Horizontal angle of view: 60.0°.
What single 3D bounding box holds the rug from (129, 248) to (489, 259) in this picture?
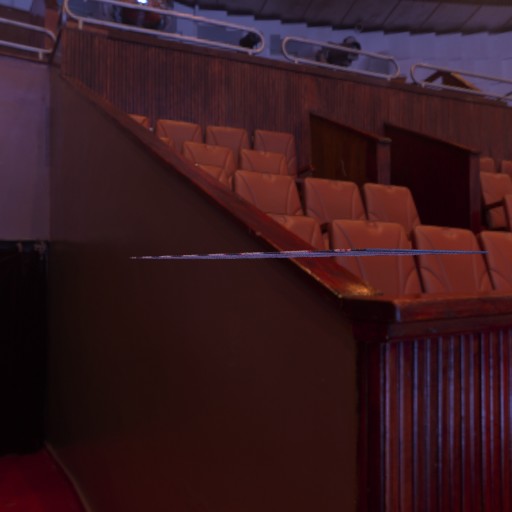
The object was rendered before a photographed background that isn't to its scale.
[{"bbox_3d":[0.000,0.000,2.692,0.760,0.009,2.440,1,-1,-34],"label":"rug"}]
